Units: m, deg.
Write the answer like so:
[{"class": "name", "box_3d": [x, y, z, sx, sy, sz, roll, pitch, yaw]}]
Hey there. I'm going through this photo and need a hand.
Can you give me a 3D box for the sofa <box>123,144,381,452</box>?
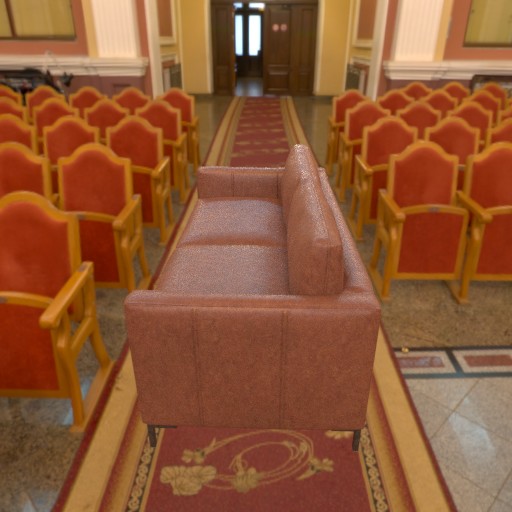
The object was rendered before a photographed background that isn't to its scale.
[{"class": "sofa", "box_3d": [0.000, 0.000, 2.338, 0.899, 0.883, 1.797, 1, 26, 1]}]
